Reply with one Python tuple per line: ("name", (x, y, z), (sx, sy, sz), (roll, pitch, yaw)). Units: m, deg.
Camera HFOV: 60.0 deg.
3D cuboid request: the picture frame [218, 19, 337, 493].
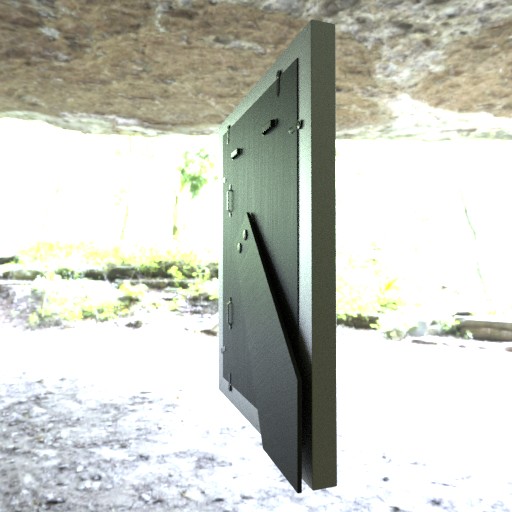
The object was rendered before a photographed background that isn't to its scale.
("picture frame", (0.000, 0.000, 0.509), (0.036, 0.386, 0.307), (0, -1, -19))
